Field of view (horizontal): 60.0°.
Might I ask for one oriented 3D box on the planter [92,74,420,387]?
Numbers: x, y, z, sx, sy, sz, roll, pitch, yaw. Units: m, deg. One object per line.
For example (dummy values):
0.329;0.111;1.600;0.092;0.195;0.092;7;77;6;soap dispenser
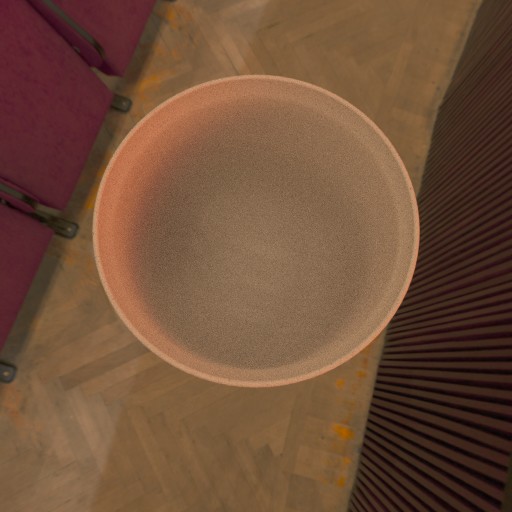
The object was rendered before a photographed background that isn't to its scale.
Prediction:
0.000;0.000;0.491;0.268;0.270;0.268;0;76;0;planter
